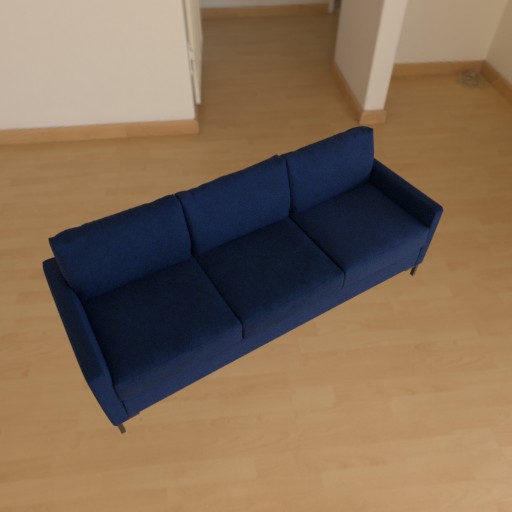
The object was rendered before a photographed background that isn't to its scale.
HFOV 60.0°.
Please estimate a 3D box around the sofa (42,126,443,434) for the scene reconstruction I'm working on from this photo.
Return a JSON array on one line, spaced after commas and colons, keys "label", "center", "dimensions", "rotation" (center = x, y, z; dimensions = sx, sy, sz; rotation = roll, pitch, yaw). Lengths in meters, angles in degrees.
[{"label": "sofa", "center": [0.000, 0.000, 2.691], "dimensions": [2.252, 0.879, 0.875], "rotation": [-24, 51, -21]}]
